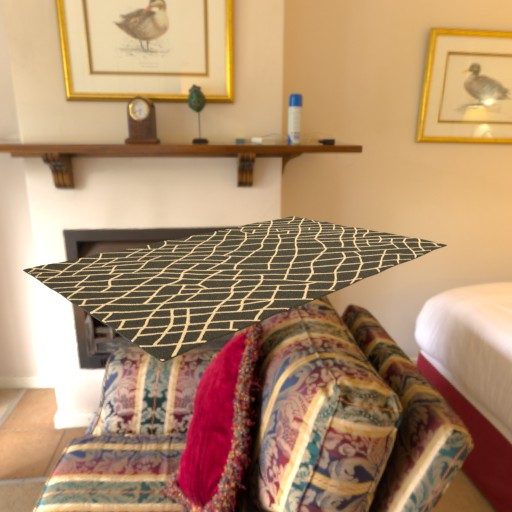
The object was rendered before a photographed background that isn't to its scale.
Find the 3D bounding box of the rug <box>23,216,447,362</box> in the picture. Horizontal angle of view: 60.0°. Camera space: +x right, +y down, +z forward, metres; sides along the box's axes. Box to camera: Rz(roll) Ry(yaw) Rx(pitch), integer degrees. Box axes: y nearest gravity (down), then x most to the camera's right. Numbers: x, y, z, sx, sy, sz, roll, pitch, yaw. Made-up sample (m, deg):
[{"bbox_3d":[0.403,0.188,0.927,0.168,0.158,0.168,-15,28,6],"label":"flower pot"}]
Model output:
[{"bbox_3d":[0.000,0.000,2.970,2.448,0.017,1.529,-15,22,-42],"label":"rug"}]
